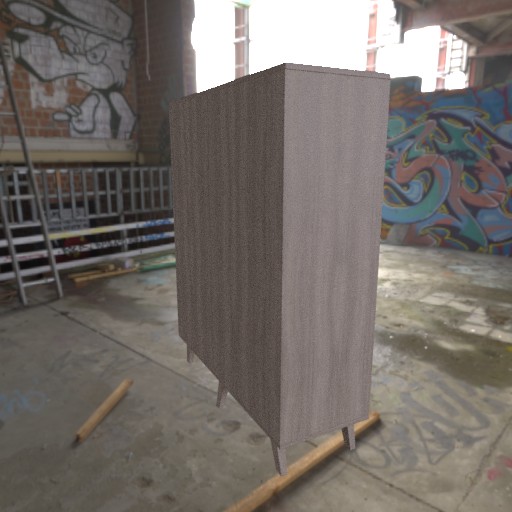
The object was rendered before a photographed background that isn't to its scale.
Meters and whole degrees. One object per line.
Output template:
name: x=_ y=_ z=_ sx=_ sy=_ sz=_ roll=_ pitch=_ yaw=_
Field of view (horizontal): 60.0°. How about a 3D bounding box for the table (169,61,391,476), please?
table: x=0.000 y=0.000 z=1.968 sx=0.398 sy=1.388 sz=1.111 roll=-7 pitch=15 yaw=-27
